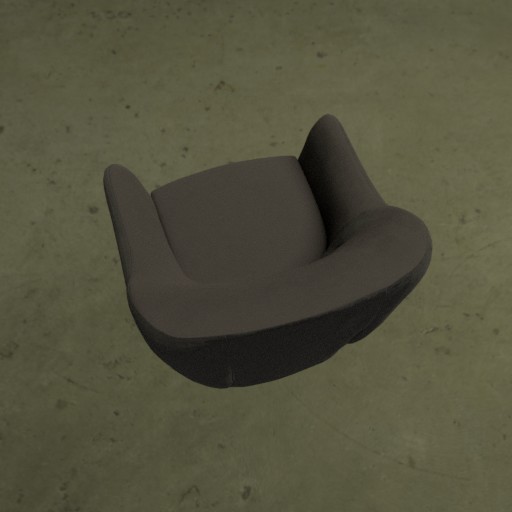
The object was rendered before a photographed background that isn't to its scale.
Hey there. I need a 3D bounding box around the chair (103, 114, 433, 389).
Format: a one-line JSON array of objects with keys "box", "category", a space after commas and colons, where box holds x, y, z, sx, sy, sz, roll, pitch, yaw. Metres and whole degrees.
[{"box": [0.000, 0.000, 1.504, 0.840, 0.807, 0.819, -16, 60, -9], "category": "chair"}]
